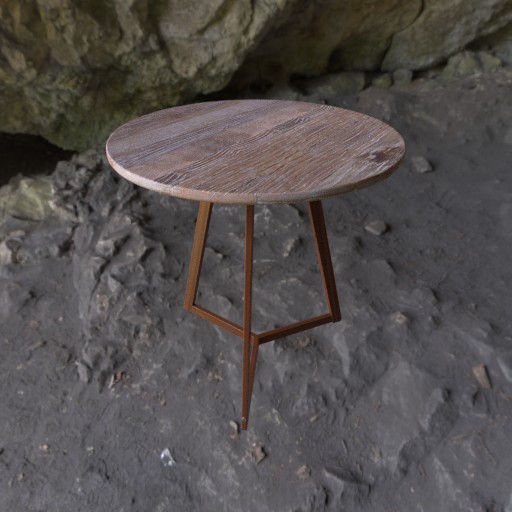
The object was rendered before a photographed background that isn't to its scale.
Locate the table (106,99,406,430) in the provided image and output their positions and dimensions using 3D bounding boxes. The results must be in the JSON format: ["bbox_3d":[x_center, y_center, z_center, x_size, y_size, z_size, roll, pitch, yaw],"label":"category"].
[{"bbox_3d":[0.000,0.000,0.899,0.500,0.500,0.500,0,32,0],"label":"table"}]
